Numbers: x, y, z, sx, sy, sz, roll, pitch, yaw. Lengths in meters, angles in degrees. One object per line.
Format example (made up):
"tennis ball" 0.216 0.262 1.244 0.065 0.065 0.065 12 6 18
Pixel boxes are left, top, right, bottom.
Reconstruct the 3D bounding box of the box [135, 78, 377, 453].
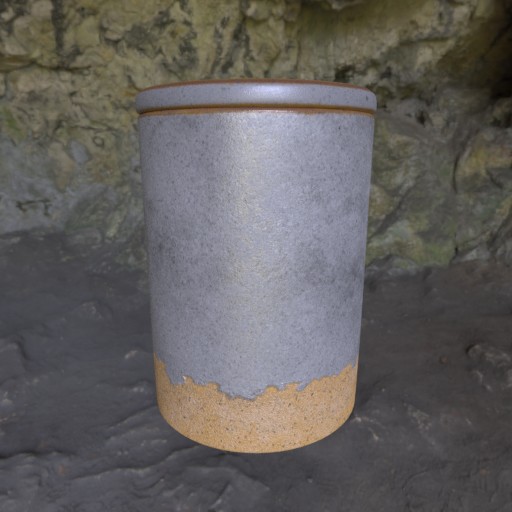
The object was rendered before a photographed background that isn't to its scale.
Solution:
"box" 0.000 0.000 0.243 0.118 0.168 0.118 0 14 0
